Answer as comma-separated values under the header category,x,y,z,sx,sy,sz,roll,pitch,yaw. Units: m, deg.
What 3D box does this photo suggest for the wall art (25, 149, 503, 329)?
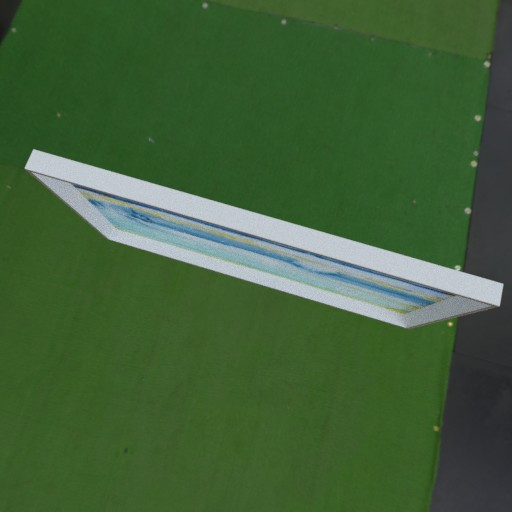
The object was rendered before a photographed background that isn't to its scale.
category,x,y,z,sx,sy,sz,roll,pitch,yaw
wall art,0.000,0.000,0.939,0.812,0.431,0.038,16,77,4
